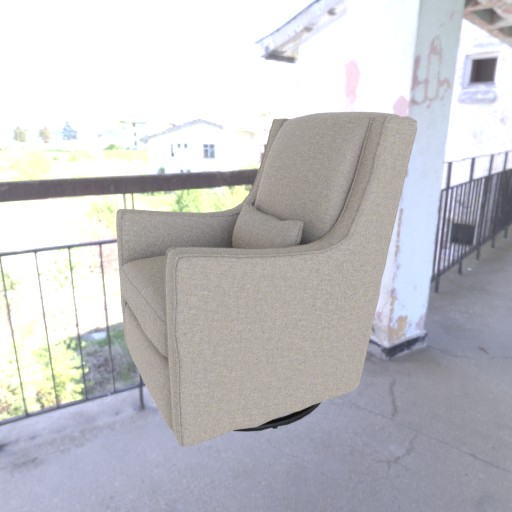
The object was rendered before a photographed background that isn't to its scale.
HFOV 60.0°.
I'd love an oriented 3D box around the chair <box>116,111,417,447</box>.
[{"bbox_3d":[0.000,0.000,1.589,0.879,0.993,0.732,-8,18,-27],"label":"chair"}]
